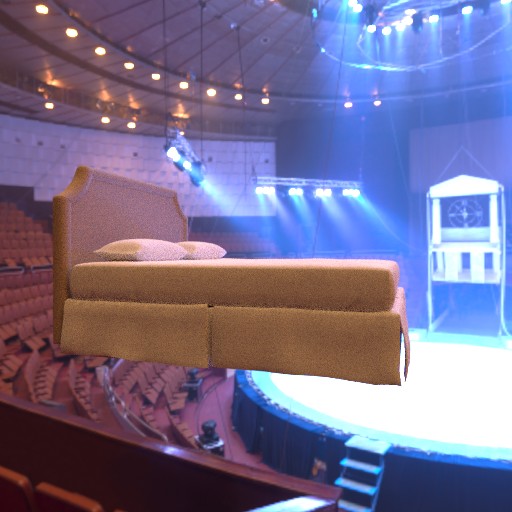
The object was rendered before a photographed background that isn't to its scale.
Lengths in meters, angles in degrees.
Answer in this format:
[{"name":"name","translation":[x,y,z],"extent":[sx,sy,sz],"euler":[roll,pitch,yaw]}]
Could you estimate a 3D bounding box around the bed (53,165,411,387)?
[{"name":"bed","translation":[0.000,0.000,4.203],"extent":[2.773,1.590,2.350],"euler":[0,0,19]}]
